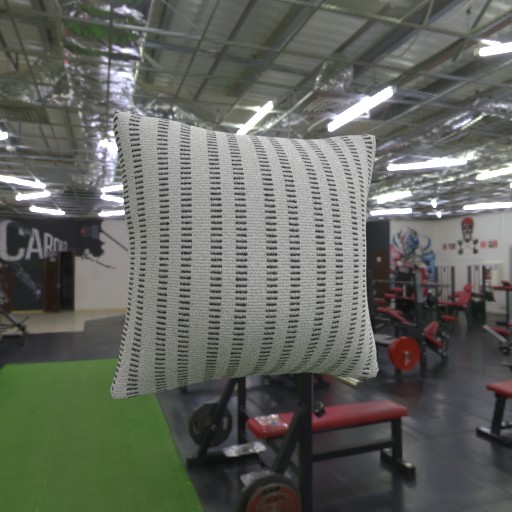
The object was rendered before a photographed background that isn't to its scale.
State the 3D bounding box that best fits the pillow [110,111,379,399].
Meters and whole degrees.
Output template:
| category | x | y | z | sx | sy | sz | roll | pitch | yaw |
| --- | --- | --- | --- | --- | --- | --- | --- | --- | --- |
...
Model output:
| category | x | y | z | sx | sy | sz | roll | pitch | yaw |
| --- | --- | --- | --- | --- | --- | --- | --- | --- | --- |
| pillow | 0.000 | 0.000 | 0.703 | 0.438 | 0.419 | 0.247 | 0 | -1 | -17 |
